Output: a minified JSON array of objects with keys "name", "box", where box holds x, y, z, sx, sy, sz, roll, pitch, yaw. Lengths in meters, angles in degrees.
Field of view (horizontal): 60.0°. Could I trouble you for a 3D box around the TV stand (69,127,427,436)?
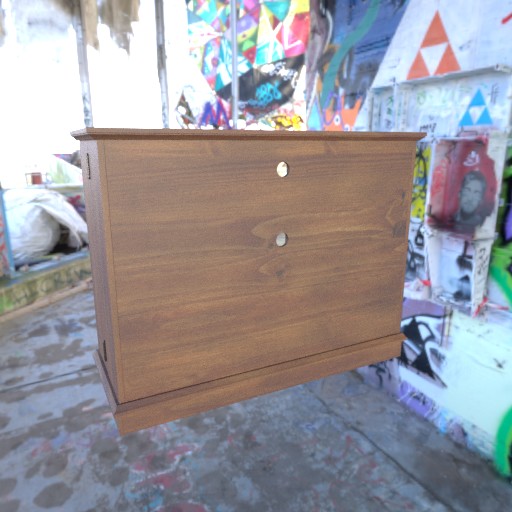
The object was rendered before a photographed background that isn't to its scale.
[{"name":"TV stand","box":[0.000,0.000,1.507,1.067,0.813,0.406,-7,16,-26]}]
